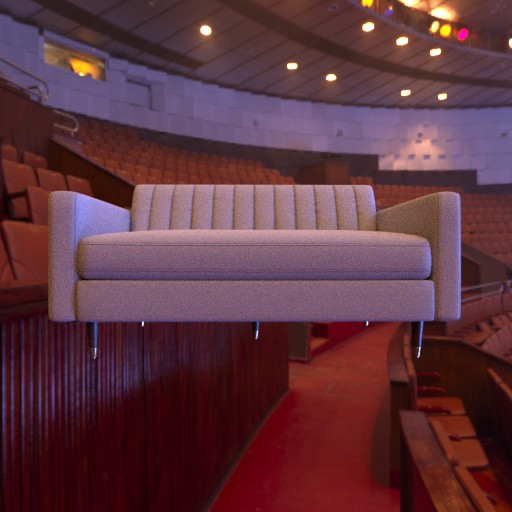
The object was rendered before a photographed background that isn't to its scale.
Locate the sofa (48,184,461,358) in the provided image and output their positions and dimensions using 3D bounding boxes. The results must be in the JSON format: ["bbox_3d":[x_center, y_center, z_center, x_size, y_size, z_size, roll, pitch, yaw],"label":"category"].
[{"bbox_3d":[0.000,0.000,2.134,1.585,0.801,0.950,0,0,-1],"label":"sofa"}]
